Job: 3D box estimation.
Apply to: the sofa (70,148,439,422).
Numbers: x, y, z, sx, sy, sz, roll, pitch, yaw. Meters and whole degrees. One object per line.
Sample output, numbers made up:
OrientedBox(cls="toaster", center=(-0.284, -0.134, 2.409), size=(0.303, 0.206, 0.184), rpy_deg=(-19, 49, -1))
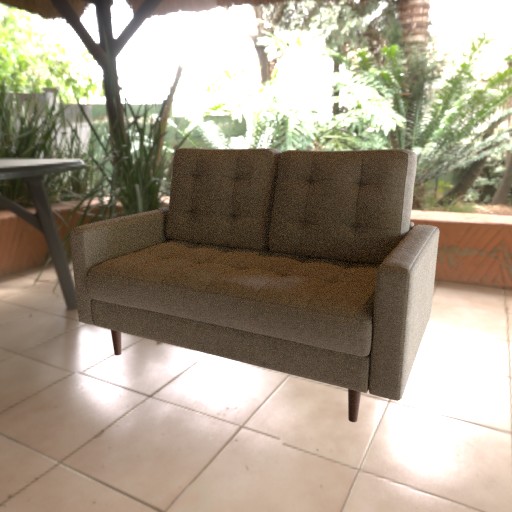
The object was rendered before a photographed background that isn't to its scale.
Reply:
OrientedBox(cls="sofa", center=(0.000, 0.000, 1.935), size=(1.407, 0.907, 0.842), rpy_deg=(7, 16, 26))
